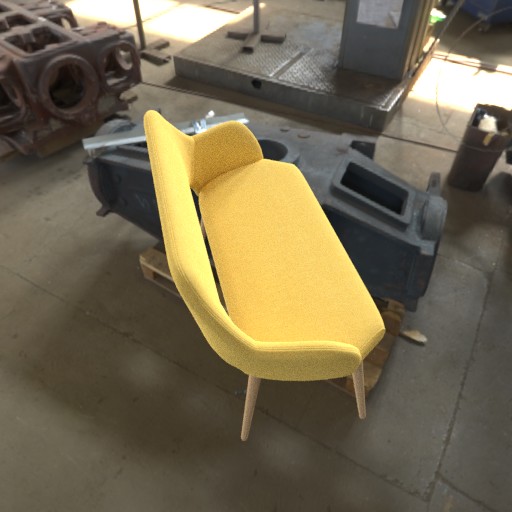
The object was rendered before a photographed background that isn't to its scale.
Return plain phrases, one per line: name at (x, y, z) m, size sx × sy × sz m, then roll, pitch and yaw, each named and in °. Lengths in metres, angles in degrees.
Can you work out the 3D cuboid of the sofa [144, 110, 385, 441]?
sofa at (0.000, 0.000, 1.623) m, size 0.610 × 0.840 × 1.150 m, roll -11°, pitch 48°, yaw -10°
